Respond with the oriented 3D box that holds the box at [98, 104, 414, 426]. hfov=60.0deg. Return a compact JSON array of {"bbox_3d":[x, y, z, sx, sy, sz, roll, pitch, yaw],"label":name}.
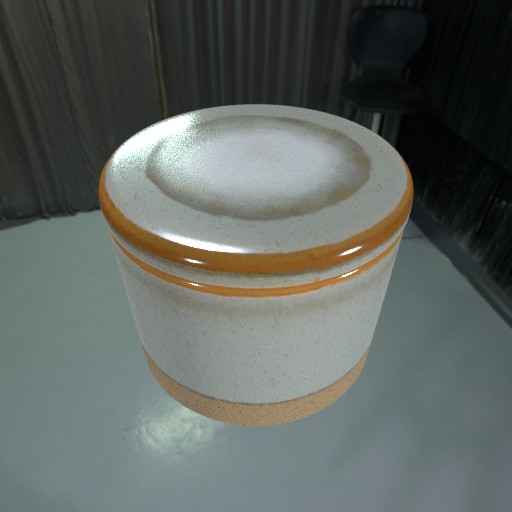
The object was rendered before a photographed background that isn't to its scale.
[{"bbox_3d":[0.000,0.000,0.207,0.123,0.100,0.123,0,40,0],"label":"box"}]
